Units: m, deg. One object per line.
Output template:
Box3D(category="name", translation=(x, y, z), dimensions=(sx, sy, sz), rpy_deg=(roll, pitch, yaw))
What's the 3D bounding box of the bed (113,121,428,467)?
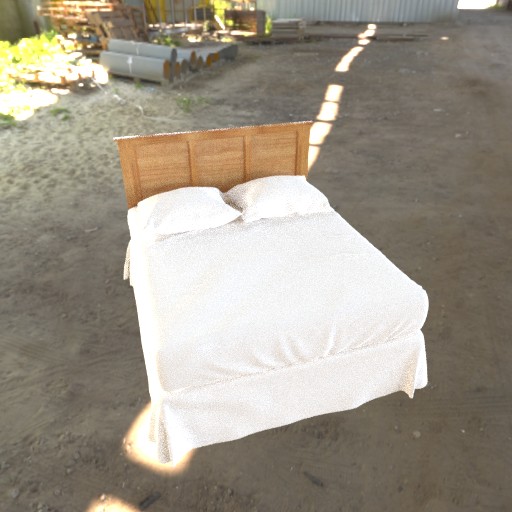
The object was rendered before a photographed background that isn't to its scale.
Box3D(category="bed", translation=(0.000, 0.000, 3.124), dimensions=(1.870, 1.273, 2.035), rpy_deg=(-10, 32, -15))
